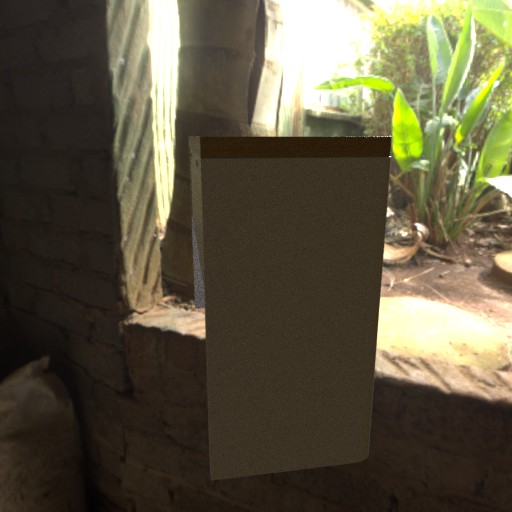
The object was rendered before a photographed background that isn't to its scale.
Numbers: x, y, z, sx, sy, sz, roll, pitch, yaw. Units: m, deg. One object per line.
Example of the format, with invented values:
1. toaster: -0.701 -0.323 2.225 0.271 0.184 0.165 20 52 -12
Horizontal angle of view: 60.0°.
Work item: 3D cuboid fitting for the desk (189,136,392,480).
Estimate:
1. desk: 0.000 0.000 1.463 0.390 0.760 1.100 -2 15 -9
